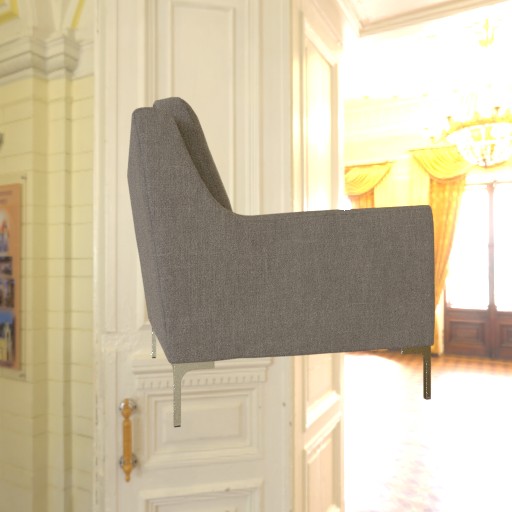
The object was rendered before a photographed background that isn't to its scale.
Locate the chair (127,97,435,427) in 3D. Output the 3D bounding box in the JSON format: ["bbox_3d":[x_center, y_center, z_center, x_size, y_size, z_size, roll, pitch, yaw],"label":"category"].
[{"bbox_3d":[0.000,0.000,1.537,0.849,0.828,0.847,0,0,-17],"label":"chair"}]
